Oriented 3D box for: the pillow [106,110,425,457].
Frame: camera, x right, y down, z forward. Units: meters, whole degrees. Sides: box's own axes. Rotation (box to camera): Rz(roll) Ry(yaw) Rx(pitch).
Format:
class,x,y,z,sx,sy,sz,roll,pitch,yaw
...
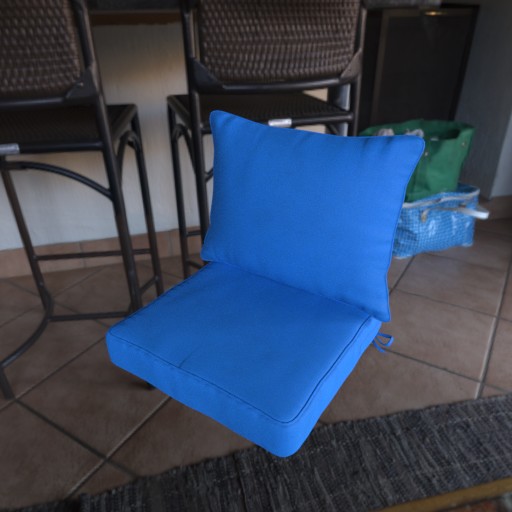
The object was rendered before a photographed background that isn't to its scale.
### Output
class,x,y,z,sx,sy,sz,roll,pitch,yaw
pillow,0.000,0.000,1.380,0.798,0.725,0.733,18,33,29
